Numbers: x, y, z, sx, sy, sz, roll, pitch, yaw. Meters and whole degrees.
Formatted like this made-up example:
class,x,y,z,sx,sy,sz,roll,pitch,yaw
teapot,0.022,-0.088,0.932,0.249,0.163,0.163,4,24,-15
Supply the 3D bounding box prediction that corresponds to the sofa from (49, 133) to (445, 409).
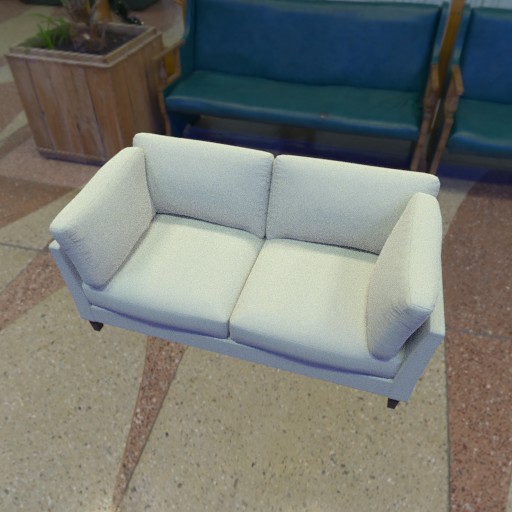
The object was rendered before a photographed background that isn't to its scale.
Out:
class,x,y,z,sx,sy,sz,roll,pitch,yaw
sofa,0.000,0.000,2.325,1.776,0.836,0.970,12,43,13
